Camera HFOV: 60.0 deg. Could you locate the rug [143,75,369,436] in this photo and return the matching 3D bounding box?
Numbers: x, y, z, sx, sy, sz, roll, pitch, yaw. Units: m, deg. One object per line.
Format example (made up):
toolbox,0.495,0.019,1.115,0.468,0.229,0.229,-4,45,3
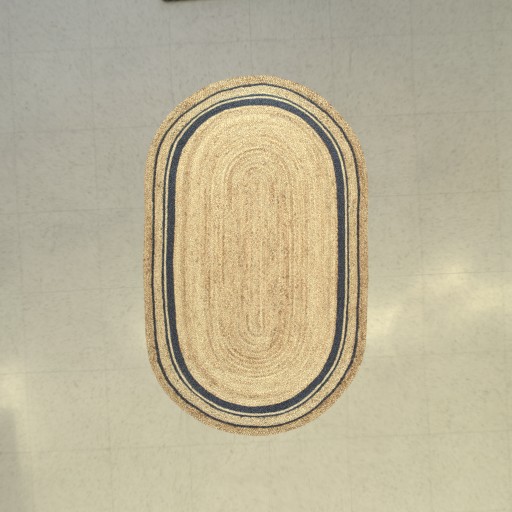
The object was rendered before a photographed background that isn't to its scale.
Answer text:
rug,0.000,0.000,2.990,1.520,0.006,2.432,0,90,0
